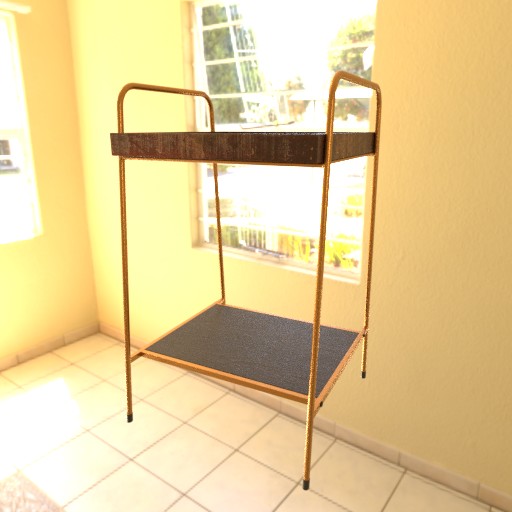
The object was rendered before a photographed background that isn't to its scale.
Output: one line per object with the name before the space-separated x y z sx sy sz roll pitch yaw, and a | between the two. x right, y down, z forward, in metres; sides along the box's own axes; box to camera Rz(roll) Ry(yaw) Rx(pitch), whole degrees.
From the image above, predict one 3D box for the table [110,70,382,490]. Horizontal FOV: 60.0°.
table | 0.000 0.000 0.972 0.430 0.710 0.430 8 18 26
